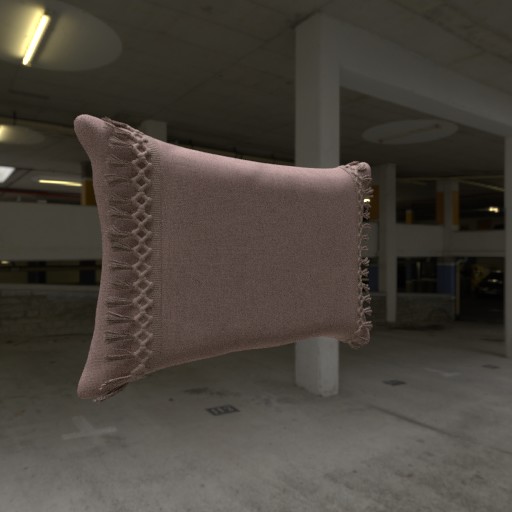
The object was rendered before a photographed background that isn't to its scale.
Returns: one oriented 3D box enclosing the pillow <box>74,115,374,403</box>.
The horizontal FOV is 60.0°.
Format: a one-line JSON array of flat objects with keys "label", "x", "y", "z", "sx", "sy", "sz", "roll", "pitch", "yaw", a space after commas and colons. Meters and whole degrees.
[{"label": "pillow", "x": 0.000, "y": 0.000, "z": 0.598, "sx": 0.466, "sy": 0.305, "sz": 0.084, "roll": 0, "pitch": 1, "yaw": -36}]
